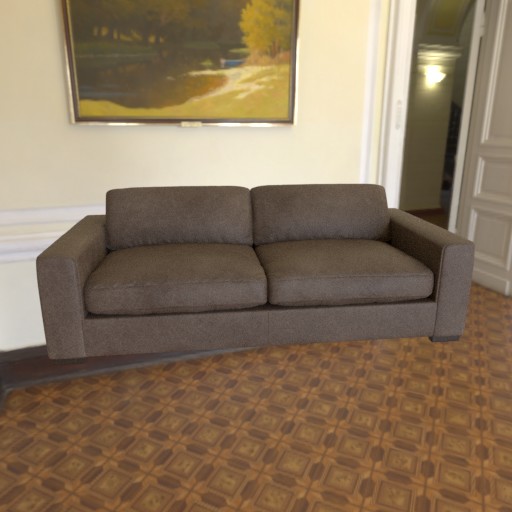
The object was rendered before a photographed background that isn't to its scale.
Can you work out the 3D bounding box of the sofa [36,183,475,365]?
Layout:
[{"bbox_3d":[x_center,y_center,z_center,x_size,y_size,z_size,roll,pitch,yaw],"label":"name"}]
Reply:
[{"bbox_3d":[0.000,0.000,2.761,2.262,0.801,1.070,-2,17,-7],"label":"sofa"}]
